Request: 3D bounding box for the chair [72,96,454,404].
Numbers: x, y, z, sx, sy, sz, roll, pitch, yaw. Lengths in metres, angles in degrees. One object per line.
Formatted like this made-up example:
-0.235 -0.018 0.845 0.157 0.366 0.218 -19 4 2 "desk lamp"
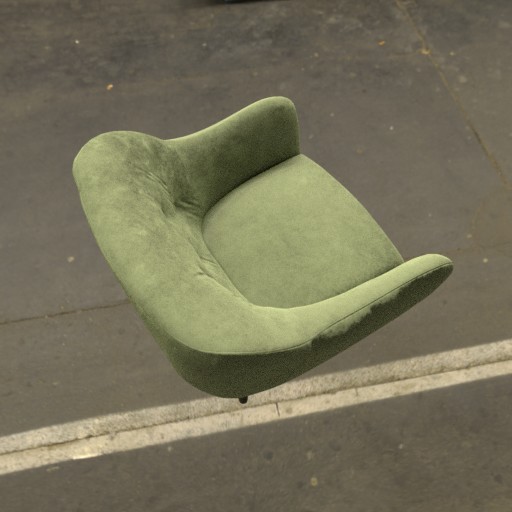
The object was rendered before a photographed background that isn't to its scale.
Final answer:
0.000 0.000 1.425 0.819 0.804 0.840 -28 63 -16 "chair"
